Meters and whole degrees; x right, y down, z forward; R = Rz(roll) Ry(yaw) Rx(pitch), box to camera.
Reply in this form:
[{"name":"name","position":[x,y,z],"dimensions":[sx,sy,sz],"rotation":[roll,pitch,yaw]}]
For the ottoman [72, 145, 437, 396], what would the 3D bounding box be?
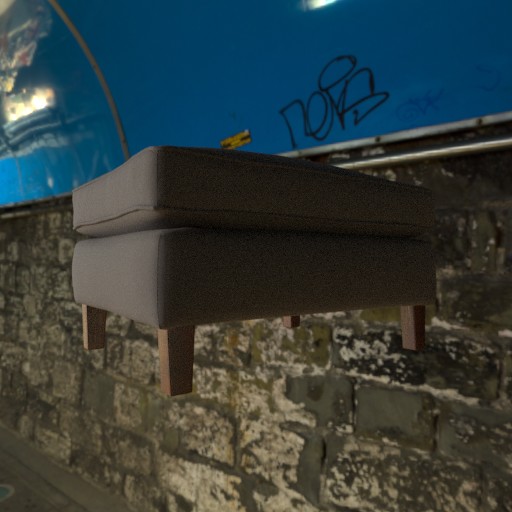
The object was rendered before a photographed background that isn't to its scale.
[{"name":"ottoman","position":[0.000,0.000,0.980],"dimensions":[0.686,0.406,0.508],"rotation":[1,-1,-36]}]
